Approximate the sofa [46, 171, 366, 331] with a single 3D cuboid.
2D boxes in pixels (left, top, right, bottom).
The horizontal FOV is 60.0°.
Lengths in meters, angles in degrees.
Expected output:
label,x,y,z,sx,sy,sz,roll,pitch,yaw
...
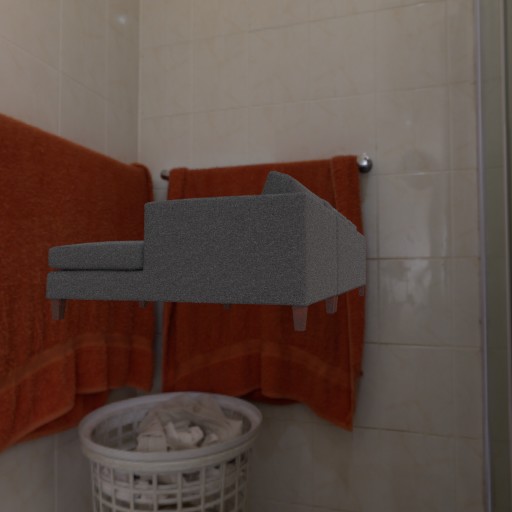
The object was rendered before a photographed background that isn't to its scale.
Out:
label,x,y,z,sx,sy,sz,roll,pitch,yaw
sofa,0.000,0.000,3.923,1.625,0.846,3.186,-1,-2,19
